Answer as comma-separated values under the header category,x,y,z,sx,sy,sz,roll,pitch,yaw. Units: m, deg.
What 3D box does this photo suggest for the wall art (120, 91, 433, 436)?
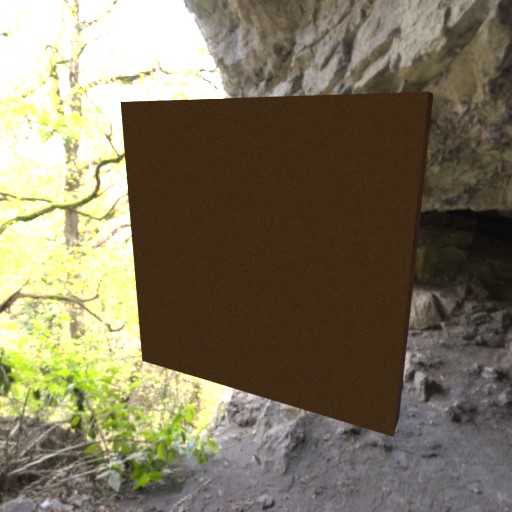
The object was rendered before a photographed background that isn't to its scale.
category,x,y,z,sx,sy,sz,roll,pitch,yaw
wall art,0.000,0.000,0.573,0.386,0.385,0.038,8,18,26
